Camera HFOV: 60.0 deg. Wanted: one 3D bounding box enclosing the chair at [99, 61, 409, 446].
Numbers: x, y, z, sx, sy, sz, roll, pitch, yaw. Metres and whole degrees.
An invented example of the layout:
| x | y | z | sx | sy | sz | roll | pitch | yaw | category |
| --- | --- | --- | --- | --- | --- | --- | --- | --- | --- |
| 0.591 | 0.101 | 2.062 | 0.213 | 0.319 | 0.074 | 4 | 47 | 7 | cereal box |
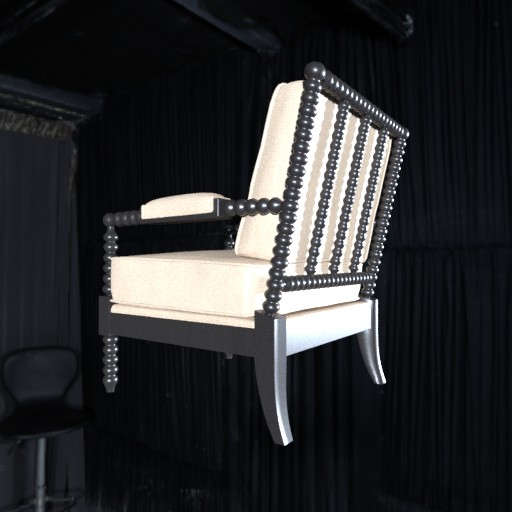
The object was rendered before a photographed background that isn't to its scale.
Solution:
| x | y | z | sx | sy | sz | roll | pitch | yaw | category |
| --- | --- | --- | --- | --- | --- | --- | --- | --- | --- |
| 0.000 | 0.000 | 1.179 | 0.657 | 0.703 | 0.555 | 0 | -1 | 36 | chair |
